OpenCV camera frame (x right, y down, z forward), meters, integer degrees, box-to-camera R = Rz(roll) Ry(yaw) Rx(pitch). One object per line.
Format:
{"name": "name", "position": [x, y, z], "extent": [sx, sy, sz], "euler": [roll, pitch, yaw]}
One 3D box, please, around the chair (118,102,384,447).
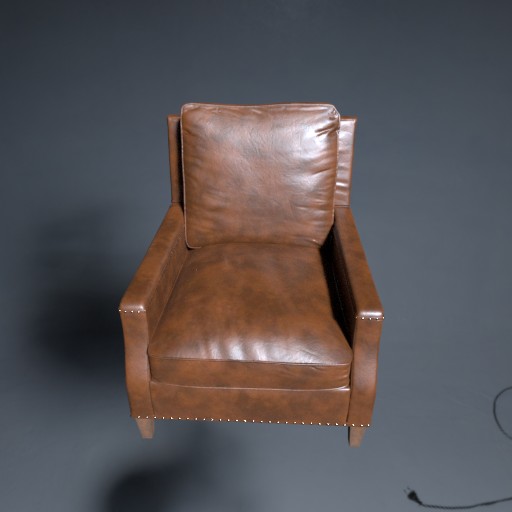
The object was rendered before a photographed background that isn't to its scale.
{"name": "chair", "position": [0.000, 0.000, 1.782], "extent": [0.854, 1.054, 1.035], "euler": [1, 29, 2]}
